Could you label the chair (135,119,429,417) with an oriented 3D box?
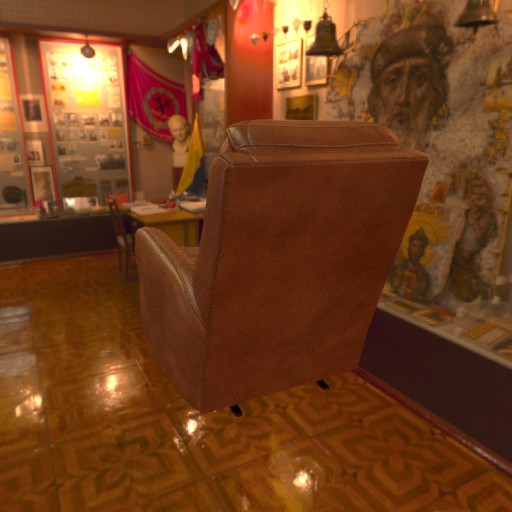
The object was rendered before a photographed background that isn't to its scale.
[{"bbox_3d":[0.000,0.000,1.769,0.821,1.016,1.072,-8,17,-26],"label":"chair"}]
